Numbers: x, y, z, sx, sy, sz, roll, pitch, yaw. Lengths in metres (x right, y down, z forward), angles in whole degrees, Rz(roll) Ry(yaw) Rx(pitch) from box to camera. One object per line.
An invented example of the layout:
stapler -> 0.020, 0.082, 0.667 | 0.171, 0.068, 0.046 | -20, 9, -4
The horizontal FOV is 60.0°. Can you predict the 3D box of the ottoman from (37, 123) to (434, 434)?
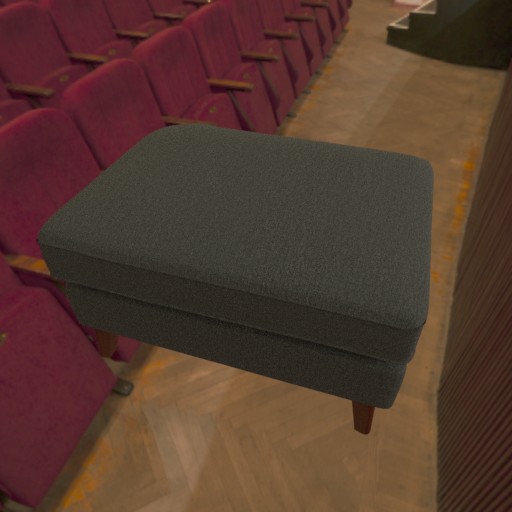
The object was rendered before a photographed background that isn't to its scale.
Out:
ottoman -> 0.000, 0.000, 1.215 | 0.835, 0.503, 0.629 | 12, 42, 14
